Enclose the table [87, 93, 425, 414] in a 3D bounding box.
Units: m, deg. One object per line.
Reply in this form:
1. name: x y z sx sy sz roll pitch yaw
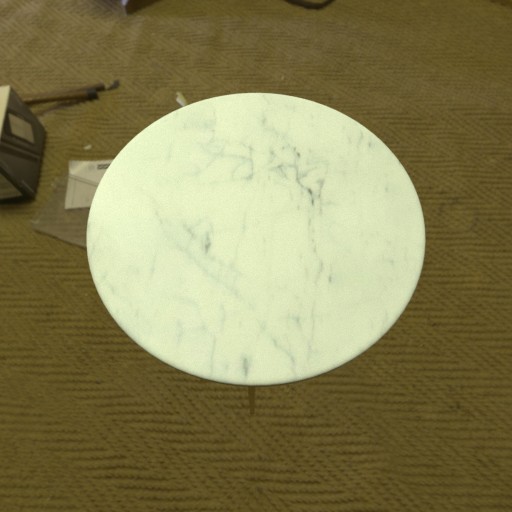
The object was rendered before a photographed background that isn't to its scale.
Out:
1. table: 0.000 0.000 1.257 0.800 0.450 0.800 0 63 0
